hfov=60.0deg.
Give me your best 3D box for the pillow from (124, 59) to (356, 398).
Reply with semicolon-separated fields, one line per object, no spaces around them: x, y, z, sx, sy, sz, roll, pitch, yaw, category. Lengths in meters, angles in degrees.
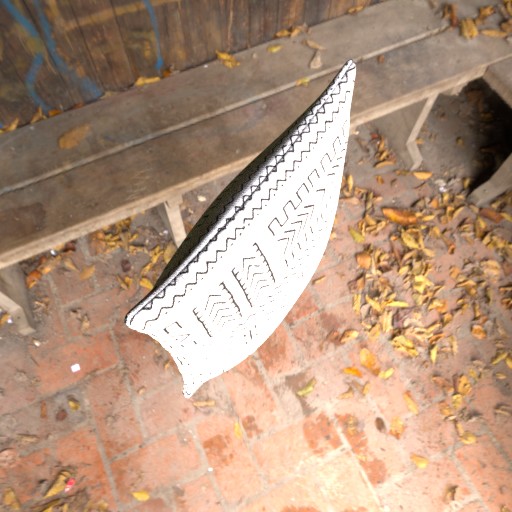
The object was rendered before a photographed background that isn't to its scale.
0.000;0.000;0.683;0.164;0.430;0.438;33;68;15;pillow
